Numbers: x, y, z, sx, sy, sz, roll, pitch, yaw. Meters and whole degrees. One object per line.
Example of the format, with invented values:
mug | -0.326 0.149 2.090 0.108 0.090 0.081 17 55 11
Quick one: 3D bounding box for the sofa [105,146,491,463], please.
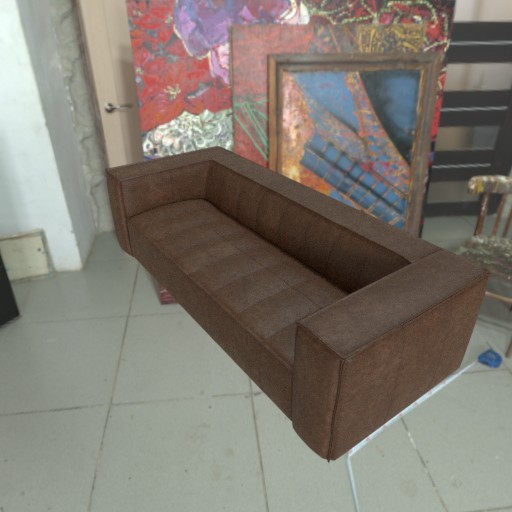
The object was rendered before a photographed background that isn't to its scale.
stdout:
sofa | 0.000 0.000 2.958 1.102 0.701 2.581 -21 37 -30
